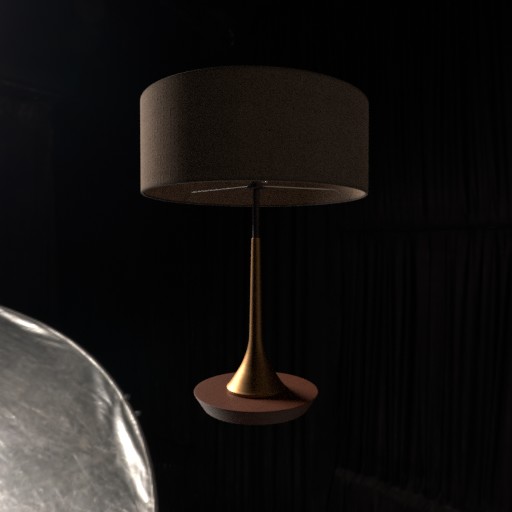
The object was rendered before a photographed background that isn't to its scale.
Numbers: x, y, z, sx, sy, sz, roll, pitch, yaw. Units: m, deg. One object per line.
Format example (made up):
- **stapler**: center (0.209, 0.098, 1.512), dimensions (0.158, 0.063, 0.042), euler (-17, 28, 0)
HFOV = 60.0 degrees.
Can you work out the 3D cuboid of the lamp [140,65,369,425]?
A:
- **lamp**: center (0.000, 0.000, 0.816), dimensions (0.396, 0.551, 0.417), euler (1, 2, 36)
